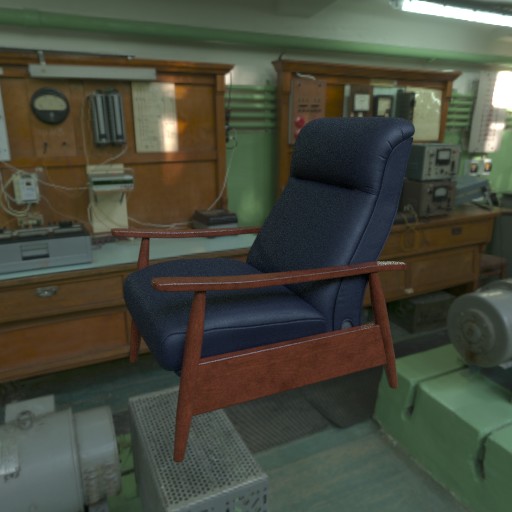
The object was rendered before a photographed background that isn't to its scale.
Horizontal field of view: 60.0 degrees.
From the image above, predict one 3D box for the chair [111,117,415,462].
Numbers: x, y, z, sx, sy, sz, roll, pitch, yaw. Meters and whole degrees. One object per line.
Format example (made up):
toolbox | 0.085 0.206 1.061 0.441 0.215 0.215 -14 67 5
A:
chair | 0.000 0.000 1.805 1.014 1.082 0.762 -8 19 -25
